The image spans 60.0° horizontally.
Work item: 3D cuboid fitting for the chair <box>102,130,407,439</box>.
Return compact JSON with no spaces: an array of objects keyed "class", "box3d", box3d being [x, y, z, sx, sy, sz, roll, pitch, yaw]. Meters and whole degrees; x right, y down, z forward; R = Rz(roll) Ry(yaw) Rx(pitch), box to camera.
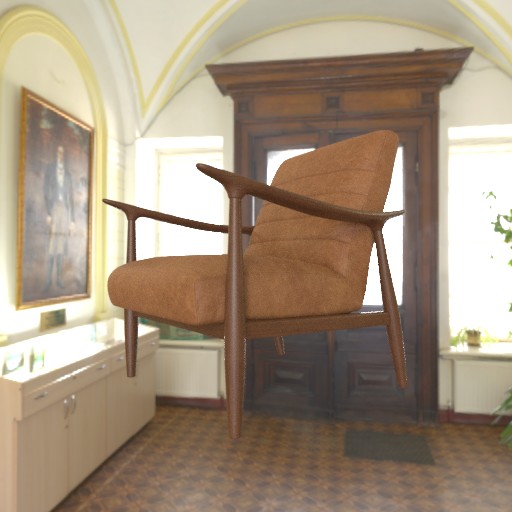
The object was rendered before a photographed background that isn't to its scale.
[{"class":"chair","box3d":[0.000,0.000,1.449,0.798,0.832,0.741,1,-1,-36]}]
